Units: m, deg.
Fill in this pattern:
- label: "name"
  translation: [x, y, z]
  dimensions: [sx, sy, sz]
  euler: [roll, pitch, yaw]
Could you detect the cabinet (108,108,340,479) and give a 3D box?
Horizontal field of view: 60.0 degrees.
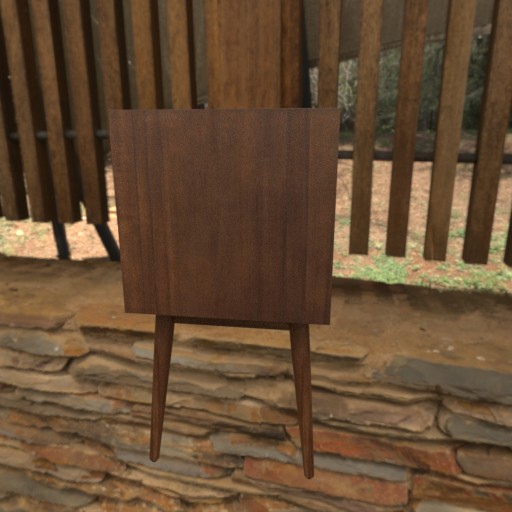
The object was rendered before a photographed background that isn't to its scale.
- label: "cabinet"
  translation: [0.000, 0.000, 1.098]
  dimensions: [0.354, 0.654, 0.743]
  euler: [2, 16, 8]
